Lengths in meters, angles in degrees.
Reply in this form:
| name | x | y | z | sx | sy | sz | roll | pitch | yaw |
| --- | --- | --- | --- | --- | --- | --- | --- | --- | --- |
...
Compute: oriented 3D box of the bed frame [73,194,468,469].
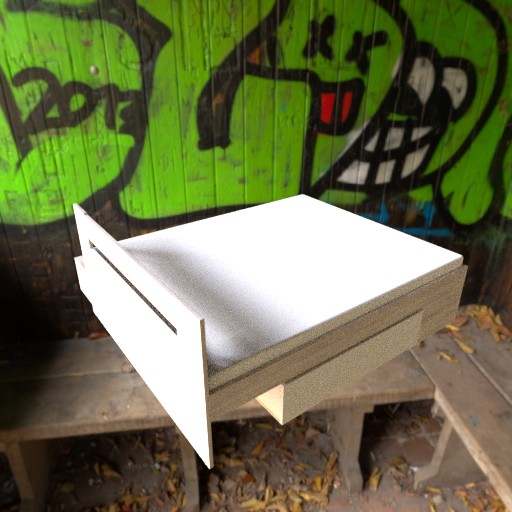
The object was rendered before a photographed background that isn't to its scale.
| name | x | y | z | sx | sy | sz | roll | pitch | yaw |
| --- | --- | --- | --- | --- | --- | --- | --- | --- | --- |
| bed frame | 0.000 | 0.000 | 3.193 | 2.050 | 0.860 | 2.040 | -18 | 32 | -32 |
